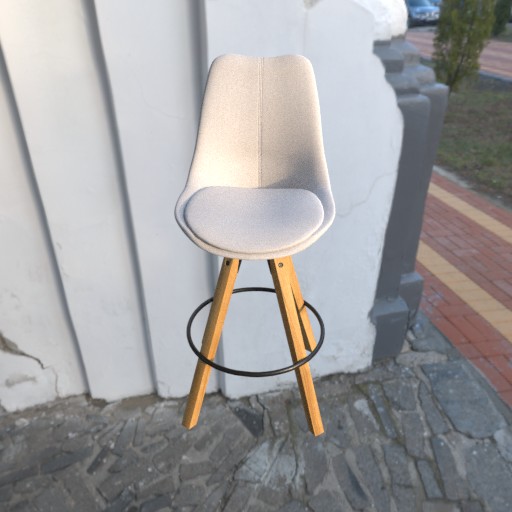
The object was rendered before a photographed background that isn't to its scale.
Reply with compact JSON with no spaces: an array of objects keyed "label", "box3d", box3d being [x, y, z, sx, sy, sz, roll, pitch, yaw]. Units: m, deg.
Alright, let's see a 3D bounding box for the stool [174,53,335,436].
[{"label":"stool","box3d":[0.000,0.000,1.403,0.484,1.115,0.550,2,31,3]}]
